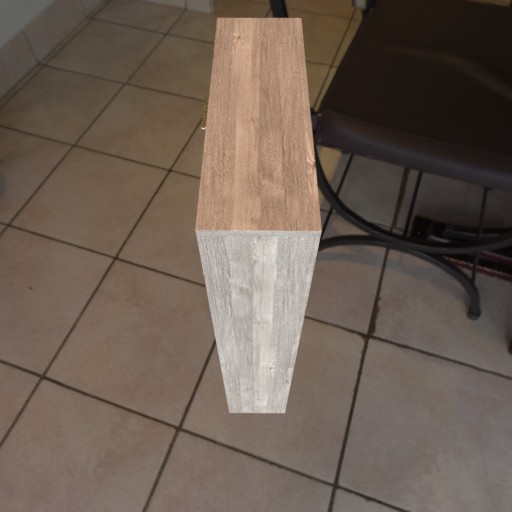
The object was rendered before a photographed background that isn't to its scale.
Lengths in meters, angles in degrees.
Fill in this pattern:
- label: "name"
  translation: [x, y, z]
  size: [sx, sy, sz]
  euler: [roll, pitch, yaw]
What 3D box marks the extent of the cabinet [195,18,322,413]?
- label: "cabinet"
  translation: [0.000, 0.000, 1.566]
  size: [0.250, 1.280, 0.750]
  euler: [0, 56, 0]
